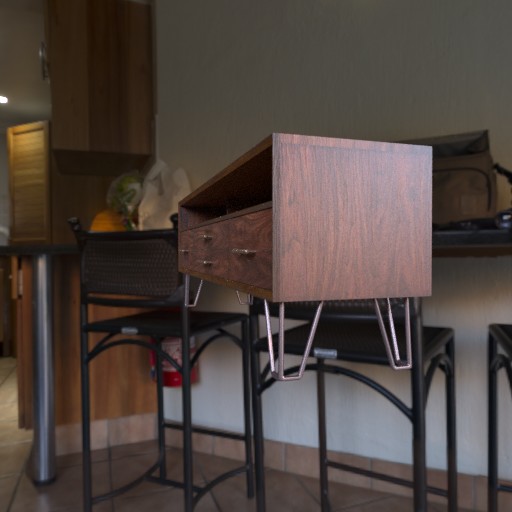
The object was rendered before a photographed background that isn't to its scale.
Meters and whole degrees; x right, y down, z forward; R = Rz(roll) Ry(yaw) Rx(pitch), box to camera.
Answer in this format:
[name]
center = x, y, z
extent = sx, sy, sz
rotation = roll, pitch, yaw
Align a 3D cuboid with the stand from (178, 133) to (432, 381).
[stand]
center = 0.000, 0.000, 1.900
extent = 0.481, 0.610, 1.626
rotation = 0, 1, -18
